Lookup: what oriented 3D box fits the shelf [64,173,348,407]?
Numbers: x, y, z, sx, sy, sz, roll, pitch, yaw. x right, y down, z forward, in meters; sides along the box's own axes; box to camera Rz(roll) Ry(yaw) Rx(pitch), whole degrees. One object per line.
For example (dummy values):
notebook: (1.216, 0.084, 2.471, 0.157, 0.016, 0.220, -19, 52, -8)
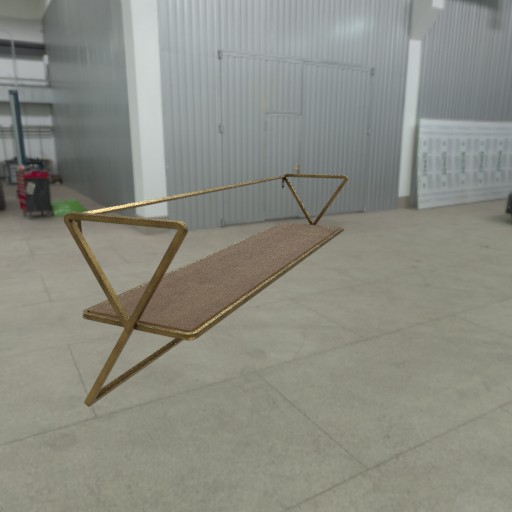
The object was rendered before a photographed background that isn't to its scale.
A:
shelf: (0.000, 0.000, 0.744, 0.150, 0.229, 0.645, 6, 16, 24)
